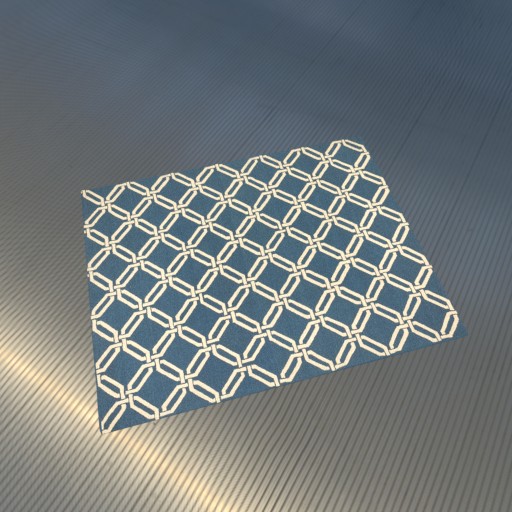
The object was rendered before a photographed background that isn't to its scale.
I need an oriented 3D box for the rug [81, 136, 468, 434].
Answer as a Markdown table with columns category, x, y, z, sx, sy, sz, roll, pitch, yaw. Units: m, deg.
| category | x | y | z | sx | sy | sz | roll | pitch | yaw |
| --- | --- | --- | --- | --- | --- | --- | --- | --- | --- |
| rug | 0.000 | 0.000 | 3.859 | 2.867 | 0.020 | 2.277 | -13 | 60 | -8 |
